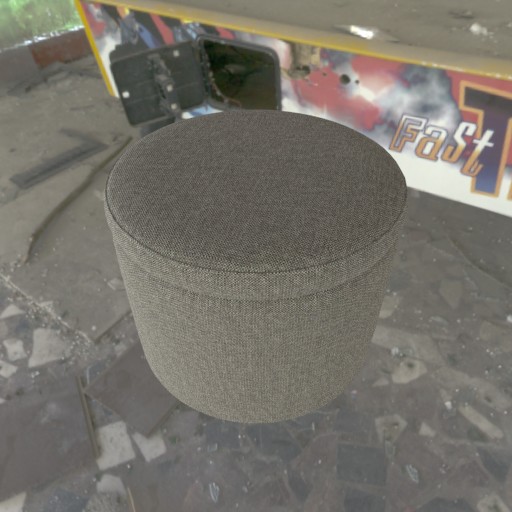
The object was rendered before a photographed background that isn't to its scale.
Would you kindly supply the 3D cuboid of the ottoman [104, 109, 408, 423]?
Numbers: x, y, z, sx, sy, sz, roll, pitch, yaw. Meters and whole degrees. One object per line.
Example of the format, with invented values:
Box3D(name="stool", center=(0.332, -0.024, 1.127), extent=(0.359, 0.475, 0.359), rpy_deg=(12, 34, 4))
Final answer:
Box3D(name="ottoman", center=(0.000, 0.000, 0.895), extent=(0.520, 0.430, 0.520), rpy_deg=(0, 42, 0))
